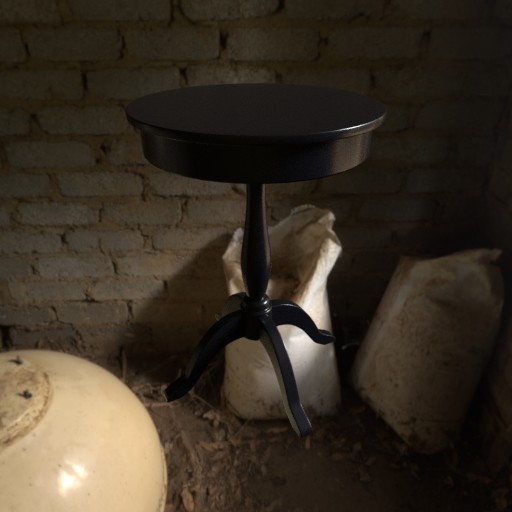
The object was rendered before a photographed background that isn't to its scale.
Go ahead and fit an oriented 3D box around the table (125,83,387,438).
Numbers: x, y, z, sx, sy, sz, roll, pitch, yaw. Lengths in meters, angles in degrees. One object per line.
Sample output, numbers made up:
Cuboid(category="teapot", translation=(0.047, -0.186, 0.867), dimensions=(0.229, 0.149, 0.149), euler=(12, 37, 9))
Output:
Cuboid(category="table", translation=(0.000, 0.000, 0.998), dimensions=(0.481, 0.665, 0.481), euler=(0, 30, 0))
